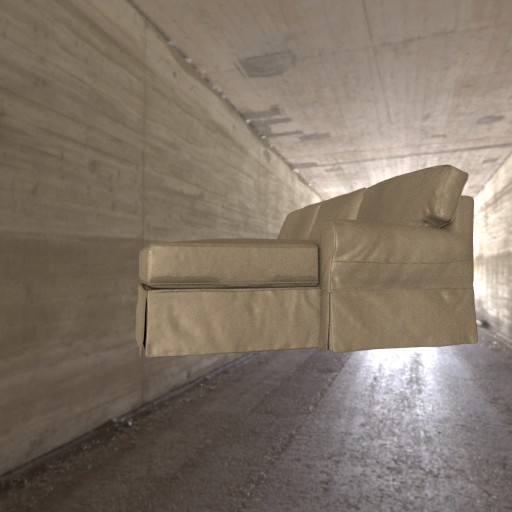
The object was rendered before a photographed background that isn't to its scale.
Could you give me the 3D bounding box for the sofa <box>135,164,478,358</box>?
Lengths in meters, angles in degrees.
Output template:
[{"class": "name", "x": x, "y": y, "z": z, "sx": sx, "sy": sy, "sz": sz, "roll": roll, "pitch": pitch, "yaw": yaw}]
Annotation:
[{"class": "sofa", "x": 0.000, "y": 0.000, "z": 3.239, "sx": 1.733, "sy": 0.978, "sz": 2.475, "roll": 0, "pitch": -1, "yaw": -17}]
